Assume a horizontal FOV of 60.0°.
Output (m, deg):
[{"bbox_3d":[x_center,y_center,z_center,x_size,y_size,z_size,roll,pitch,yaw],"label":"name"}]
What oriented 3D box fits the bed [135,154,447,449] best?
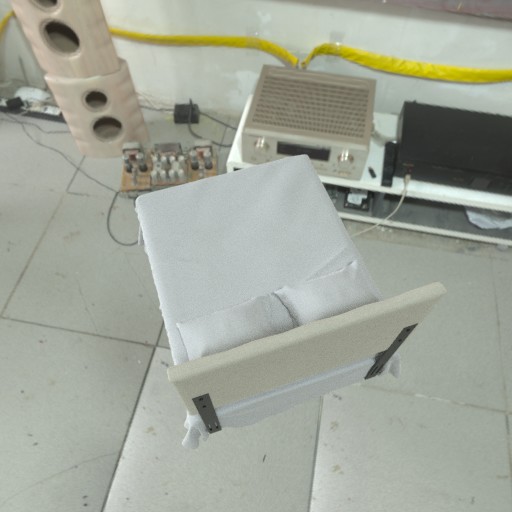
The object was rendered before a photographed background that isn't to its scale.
[{"bbox_3d":[0.000,0.000,3.553,1.936,1.577,2.222,-16,60,-9],"label":"bed"}]
